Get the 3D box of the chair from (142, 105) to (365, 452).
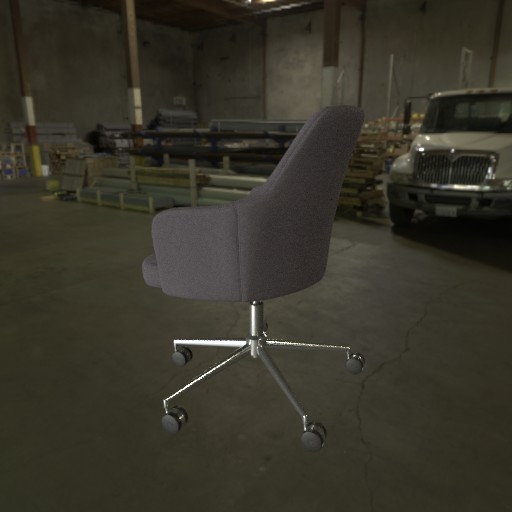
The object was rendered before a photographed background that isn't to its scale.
[{"bbox_3d":[0.000,0.000,1.293,0.600,0.820,0.655,7,17,24],"label":"chair"}]
